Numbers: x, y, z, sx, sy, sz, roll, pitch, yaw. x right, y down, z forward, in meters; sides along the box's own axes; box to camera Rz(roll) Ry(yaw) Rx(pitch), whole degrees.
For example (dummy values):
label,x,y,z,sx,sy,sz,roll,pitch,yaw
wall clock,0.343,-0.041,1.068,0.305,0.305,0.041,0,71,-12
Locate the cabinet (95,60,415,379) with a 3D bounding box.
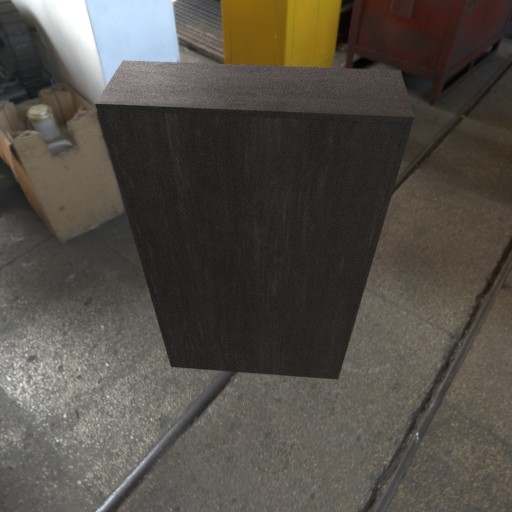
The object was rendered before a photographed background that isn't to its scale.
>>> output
label,x,y,z,sx,sy,sz,roll,pitch,yaw
cabinet,0.000,0.000,1.591,0.750,1.280,0.250,3,48,3
